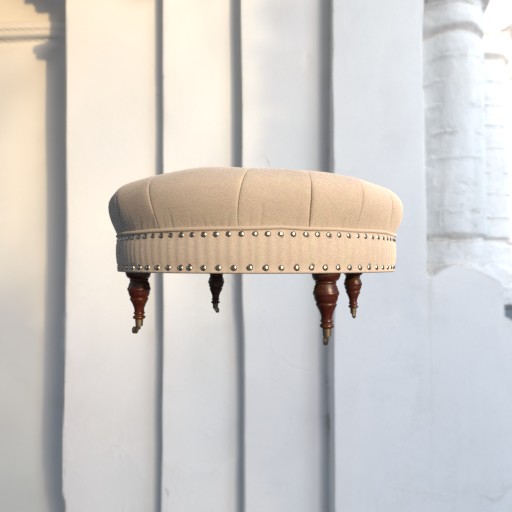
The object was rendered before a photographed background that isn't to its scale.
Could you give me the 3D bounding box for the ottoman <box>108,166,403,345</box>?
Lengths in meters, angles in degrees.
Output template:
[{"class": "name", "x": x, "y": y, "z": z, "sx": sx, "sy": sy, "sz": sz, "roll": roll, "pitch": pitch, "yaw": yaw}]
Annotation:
[{"class": "ottoman", "x": 0.000, "y": 0.000, "z": 1.413, "sx": 0.901, "sy": 0.439, "sz": 0.901, "roll": 0, "pitch": -1, "yaw": 0}]
